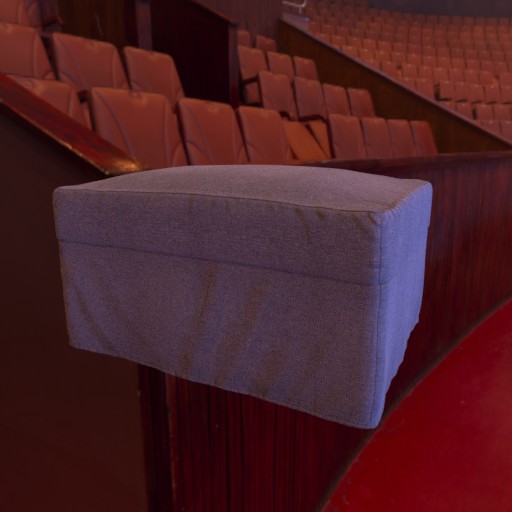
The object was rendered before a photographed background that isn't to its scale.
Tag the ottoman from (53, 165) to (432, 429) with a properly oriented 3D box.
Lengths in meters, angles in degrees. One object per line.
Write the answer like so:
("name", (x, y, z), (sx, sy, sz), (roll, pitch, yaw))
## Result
("ottoman", (0.000, 0.000, 1.235), (0.833, 0.492, 0.652), (7, 17, 26))
